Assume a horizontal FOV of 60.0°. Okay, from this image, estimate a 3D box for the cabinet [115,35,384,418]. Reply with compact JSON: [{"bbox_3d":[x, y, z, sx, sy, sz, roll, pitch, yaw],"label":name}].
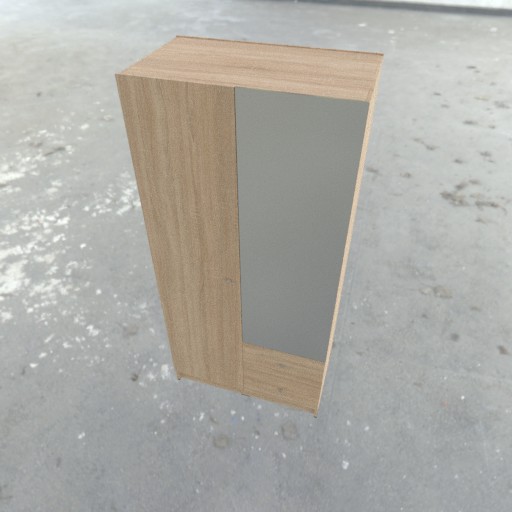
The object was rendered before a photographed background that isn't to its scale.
[{"bbox_3d":[0.000,0.000,2.540,1.001,2.121,0.590,11,42,13],"label":"cabinet"}]
